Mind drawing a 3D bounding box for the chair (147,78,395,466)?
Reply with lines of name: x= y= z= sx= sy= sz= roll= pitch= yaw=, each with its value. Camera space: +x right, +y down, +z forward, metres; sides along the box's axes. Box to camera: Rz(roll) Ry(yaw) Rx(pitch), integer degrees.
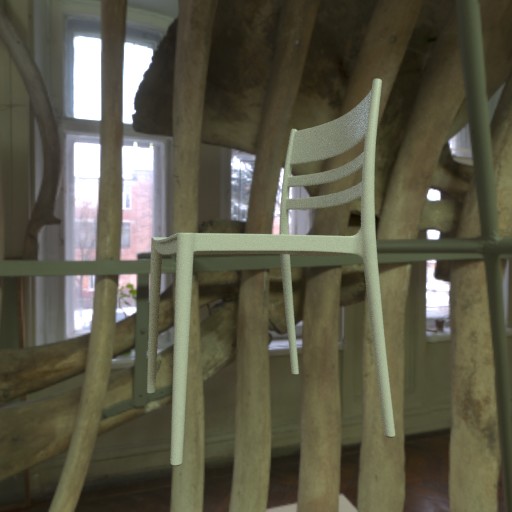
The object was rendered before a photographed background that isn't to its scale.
chair: x=0.000 y=0.000 z=1.148 sx=0.511 sy=0.800 sz=0.531 roll=0 pitch=1 yaw=-20
